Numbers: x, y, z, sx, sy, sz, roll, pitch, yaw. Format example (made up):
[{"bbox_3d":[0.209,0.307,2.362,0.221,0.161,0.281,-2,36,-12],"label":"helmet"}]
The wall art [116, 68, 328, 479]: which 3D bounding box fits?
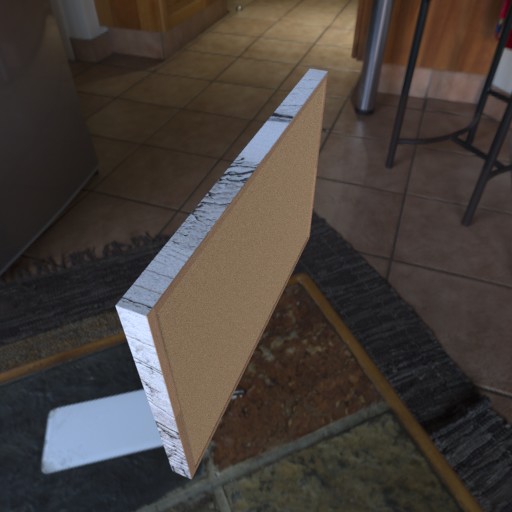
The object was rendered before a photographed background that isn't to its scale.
[{"bbox_3d":[0.000,0.000,0.756,0.035,0.407,0.613,16,46,16],"label":"wall art"}]
